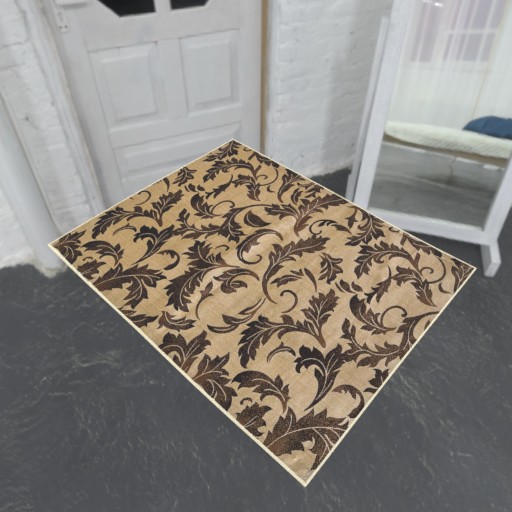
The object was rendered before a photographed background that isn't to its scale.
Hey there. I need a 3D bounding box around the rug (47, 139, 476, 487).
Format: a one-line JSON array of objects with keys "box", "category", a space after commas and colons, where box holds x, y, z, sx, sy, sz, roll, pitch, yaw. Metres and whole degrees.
[{"box": [0.000, 0.000, 3.906, 2.977, 0.008, 2.380, 34, 56, 28], "category": "rug"}]
